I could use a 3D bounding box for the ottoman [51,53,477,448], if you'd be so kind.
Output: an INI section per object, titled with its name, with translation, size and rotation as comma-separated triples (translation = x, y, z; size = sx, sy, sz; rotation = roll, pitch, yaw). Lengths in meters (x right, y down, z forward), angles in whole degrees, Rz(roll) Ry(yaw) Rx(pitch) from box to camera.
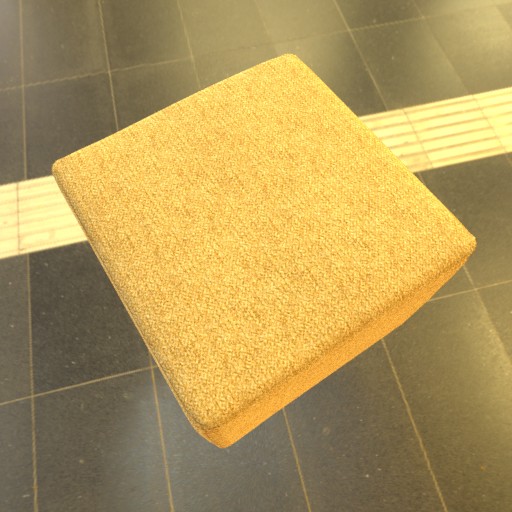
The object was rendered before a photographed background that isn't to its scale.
[ottoman]
translation = 0.000, 0.000, 0.875
size = 0.505, 0.441, 0.512
rotation = -31, 69, -14
